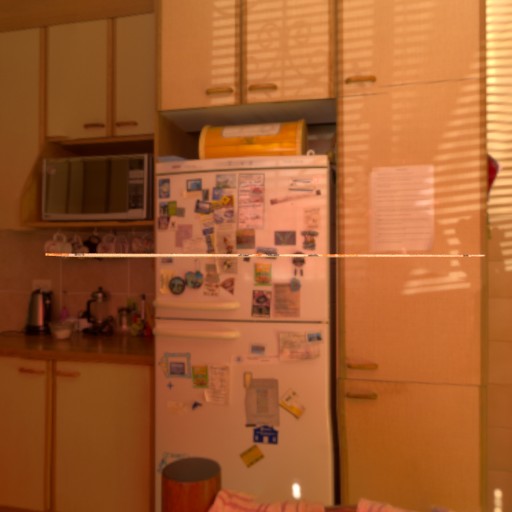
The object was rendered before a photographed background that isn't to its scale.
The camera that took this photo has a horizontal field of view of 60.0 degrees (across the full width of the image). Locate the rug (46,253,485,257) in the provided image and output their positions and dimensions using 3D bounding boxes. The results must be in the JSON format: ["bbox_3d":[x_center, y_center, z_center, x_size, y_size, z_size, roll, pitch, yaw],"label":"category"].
[{"bbox_3d":[0.000,0.000,3.039,2.428,0.010,1.533,0,0,-17],"label":"rug"}]
